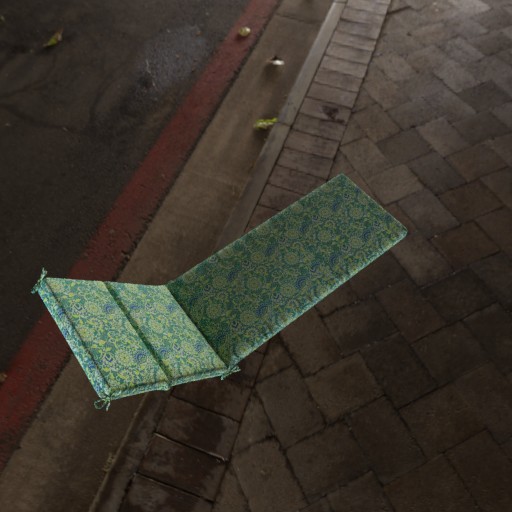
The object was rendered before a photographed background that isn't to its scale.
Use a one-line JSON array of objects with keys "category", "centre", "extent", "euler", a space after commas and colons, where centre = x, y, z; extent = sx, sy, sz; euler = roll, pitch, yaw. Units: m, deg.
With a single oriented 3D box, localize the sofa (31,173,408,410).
[{"category": "sofa", "centre": [0.000, 0.000, 1.980], "extent": [1.663, 0.622, 0.582], "euler": [-34, 64, -19]}]
